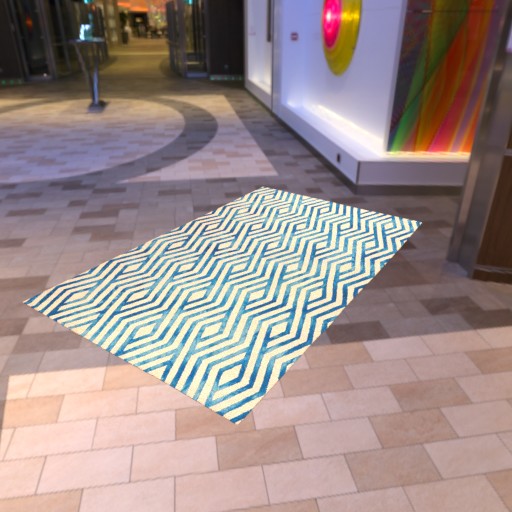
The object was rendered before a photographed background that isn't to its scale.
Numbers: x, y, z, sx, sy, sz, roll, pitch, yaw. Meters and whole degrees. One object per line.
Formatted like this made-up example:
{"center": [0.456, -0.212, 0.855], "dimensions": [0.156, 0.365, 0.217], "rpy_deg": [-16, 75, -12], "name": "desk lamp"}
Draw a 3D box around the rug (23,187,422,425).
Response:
{"center": [0.000, 0.000, 3.013], "dimensions": [1.531, 0.008, 2.439], "rpy_deg": [18, 33, 30], "name": "rug"}
